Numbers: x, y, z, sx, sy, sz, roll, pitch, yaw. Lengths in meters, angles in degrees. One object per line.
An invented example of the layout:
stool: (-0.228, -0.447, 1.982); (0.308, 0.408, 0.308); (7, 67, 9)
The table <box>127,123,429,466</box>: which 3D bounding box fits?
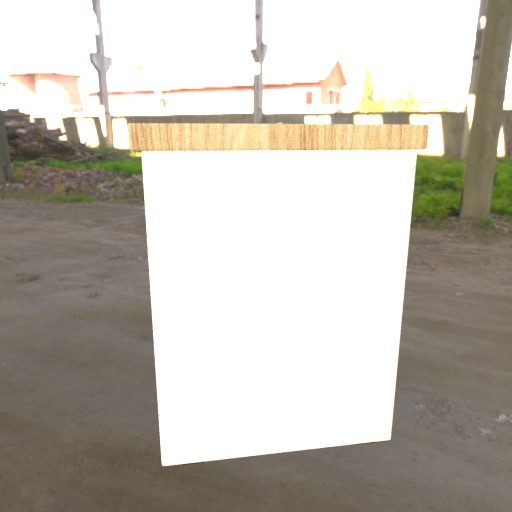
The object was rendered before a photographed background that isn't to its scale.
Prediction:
table: (0.000, 0.000, 0.792); (0.360, 0.440, 0.500); (-2, 15, -9)
